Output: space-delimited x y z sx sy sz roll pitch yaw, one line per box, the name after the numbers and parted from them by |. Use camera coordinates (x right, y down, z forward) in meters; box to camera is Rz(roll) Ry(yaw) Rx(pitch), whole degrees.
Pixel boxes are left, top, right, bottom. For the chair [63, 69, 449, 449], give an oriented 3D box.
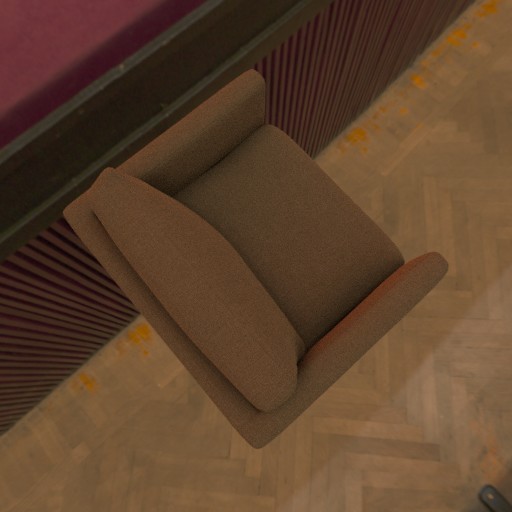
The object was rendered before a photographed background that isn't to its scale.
0.000 0.000 1.833 0.959 0.963 1.107 -40 79 -9 | chair
